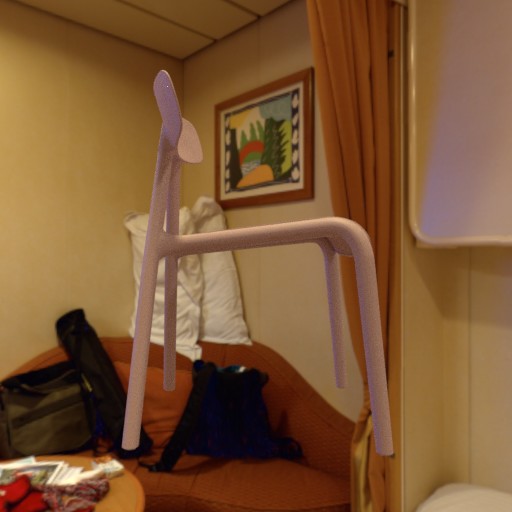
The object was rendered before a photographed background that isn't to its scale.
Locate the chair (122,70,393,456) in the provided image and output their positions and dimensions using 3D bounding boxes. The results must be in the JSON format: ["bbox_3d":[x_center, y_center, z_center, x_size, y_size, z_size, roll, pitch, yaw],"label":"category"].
[{"bbox_3d":[0.000,0.000,0.815,0.401,0.580,0.356,0,0,0],"label":"chair"}]
